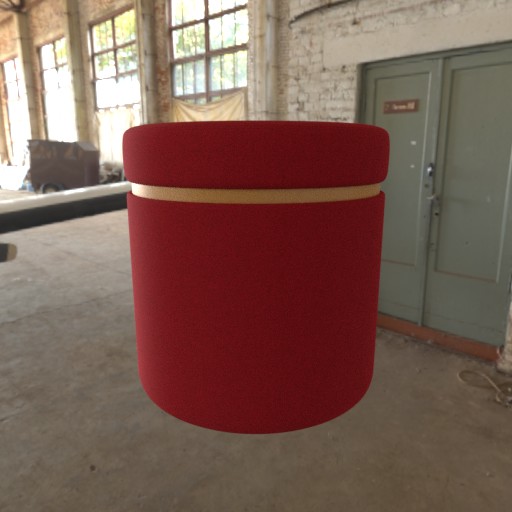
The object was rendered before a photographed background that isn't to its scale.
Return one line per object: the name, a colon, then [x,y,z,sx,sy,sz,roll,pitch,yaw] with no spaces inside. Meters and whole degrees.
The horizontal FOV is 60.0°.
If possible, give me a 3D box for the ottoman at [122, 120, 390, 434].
ottoman: [0.000,0.000,0.730,0.400,0.406,0.400,0,13,0]
